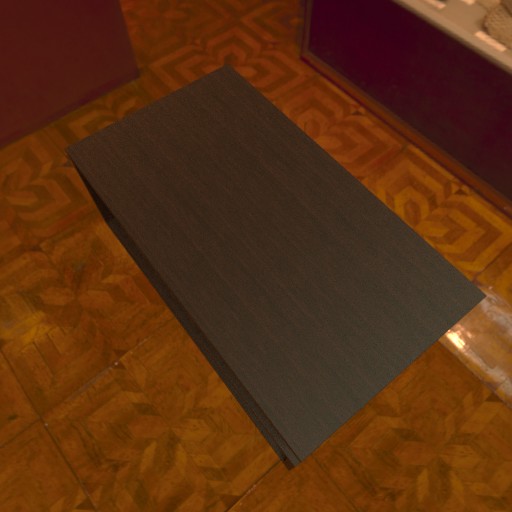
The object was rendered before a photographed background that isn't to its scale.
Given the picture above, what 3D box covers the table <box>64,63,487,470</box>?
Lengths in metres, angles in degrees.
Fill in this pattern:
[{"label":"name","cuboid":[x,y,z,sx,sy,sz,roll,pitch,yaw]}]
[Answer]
[{"label":"table","cuboid":[0.000,0.000,1.377,0.590,0.460,1.050,-35,67,-17]}]
